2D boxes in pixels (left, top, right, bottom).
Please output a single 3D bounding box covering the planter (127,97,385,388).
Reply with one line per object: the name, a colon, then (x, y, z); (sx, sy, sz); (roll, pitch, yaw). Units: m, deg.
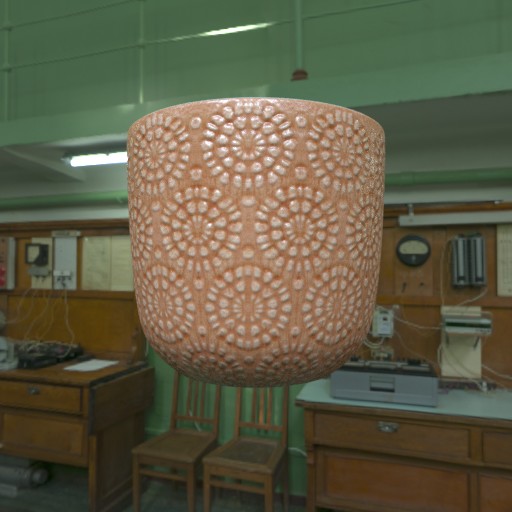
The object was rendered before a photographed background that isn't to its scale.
planter: (0.000, 0.000, 0.370); (0.208, 0.190, 0.208); (0, -1, 0)
